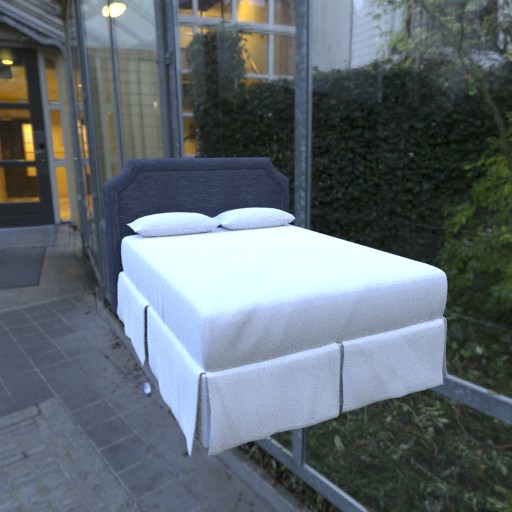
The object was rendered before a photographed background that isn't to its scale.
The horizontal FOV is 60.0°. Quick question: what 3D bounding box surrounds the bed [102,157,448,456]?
[{"bbox_3d":[0.000,0.000,3.071,1.693,1.290,2.116,-7,15,-26],"label":"bed"}]
